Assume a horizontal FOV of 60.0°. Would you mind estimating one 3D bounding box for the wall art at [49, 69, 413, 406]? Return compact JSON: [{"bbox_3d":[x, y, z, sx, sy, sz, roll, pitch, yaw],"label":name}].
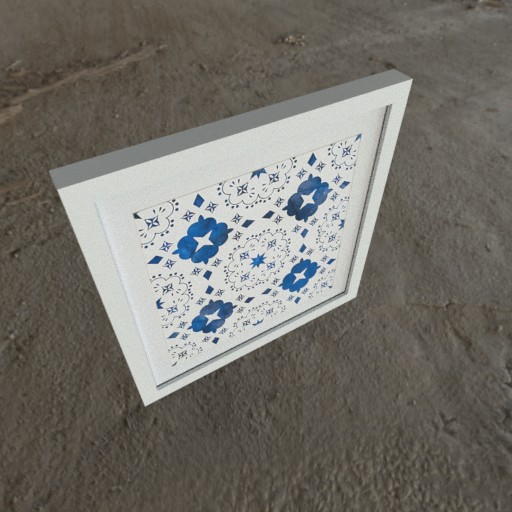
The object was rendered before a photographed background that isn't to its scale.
[{"bbox_3d":[0.000,0.000,0.523,0.355,0.355,0.027,-23,51,-21],"label":"wall art"}]
